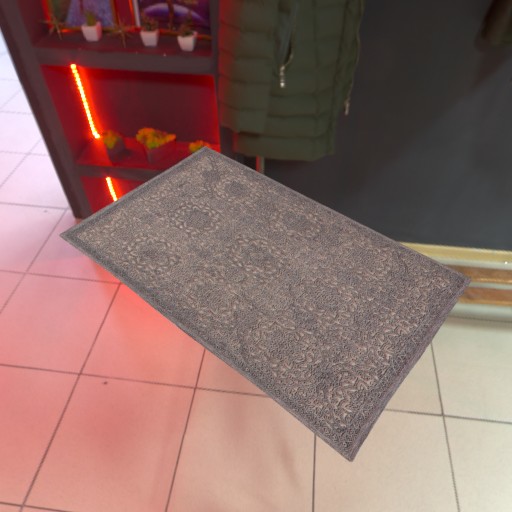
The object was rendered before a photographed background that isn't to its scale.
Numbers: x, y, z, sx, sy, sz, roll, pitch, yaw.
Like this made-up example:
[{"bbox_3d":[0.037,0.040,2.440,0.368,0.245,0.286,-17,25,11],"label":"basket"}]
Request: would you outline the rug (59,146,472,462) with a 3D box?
[{"bbox_3d":[0.000,0.000,3.108,2.498,0.022,1.535,31,54,26],"label":"rug"}]
